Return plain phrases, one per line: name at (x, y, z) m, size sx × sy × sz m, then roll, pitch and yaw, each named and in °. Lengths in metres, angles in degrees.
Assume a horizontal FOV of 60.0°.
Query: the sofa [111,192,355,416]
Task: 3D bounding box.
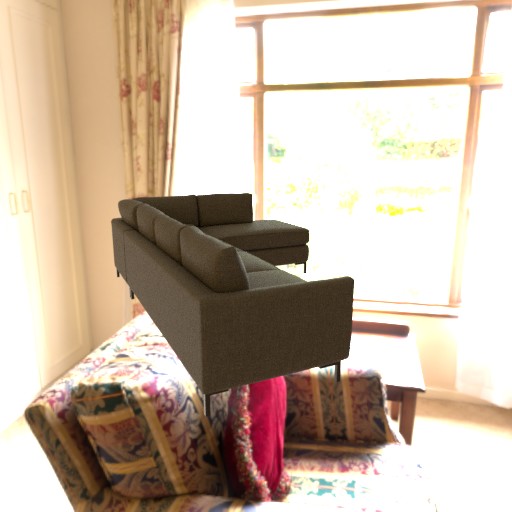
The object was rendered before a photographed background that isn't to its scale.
sofa at (0.000, 0.000, 3.806) m, size 1.984 × 0.858 × 2.972 m, roll -6°, pitch 15°, yaw -25°
